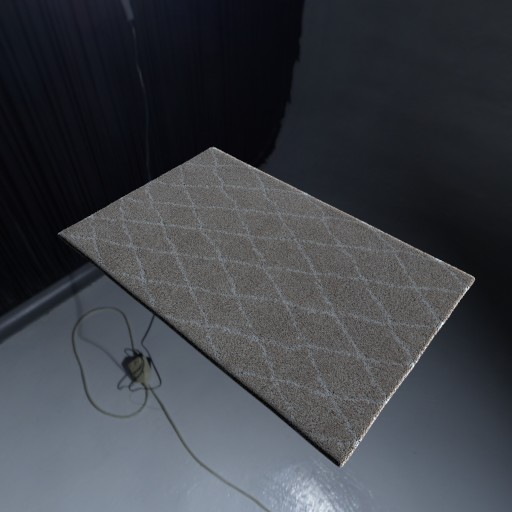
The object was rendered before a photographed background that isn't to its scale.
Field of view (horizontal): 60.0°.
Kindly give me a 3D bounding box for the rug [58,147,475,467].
[{"bbox_3d":[0.000,0.000,3.427,2.743,0.030,1.778,32,53,28],"label":"rug"}]
